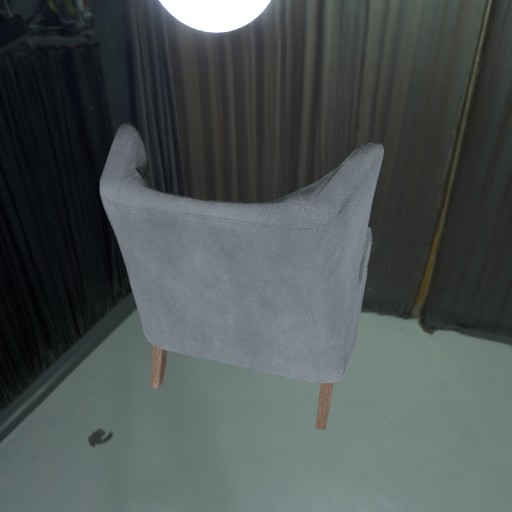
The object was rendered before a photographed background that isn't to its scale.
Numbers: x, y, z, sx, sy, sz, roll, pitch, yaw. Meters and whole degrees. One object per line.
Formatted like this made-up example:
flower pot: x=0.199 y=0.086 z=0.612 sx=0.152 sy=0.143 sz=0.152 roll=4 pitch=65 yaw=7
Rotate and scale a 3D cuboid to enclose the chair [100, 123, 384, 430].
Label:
chair: x=0.000 y=0.000 z=1.597 sx=0.784 sy=0.950 sz=0.906 roll=9 pitch=31 yaw=15
